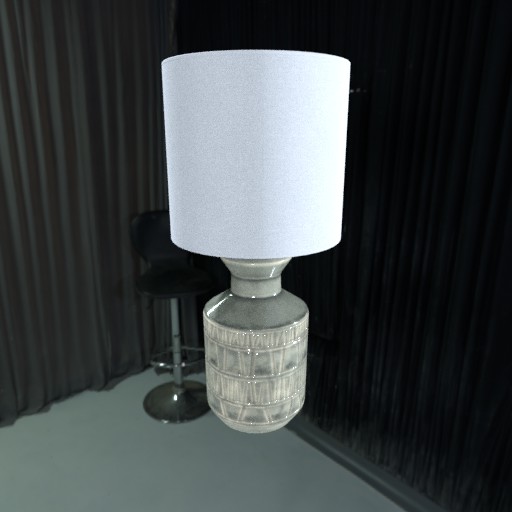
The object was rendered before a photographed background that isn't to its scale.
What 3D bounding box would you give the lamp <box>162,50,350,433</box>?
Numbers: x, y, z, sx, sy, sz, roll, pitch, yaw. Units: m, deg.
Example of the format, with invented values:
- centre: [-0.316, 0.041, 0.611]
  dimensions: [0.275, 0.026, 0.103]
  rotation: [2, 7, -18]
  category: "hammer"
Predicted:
- centre: [0.000, 0.000, 0.570]
  dimensions: [0.211, 0.455, 0.211]
  rotation: [-15, 22, -42]
  category: "lamp"
